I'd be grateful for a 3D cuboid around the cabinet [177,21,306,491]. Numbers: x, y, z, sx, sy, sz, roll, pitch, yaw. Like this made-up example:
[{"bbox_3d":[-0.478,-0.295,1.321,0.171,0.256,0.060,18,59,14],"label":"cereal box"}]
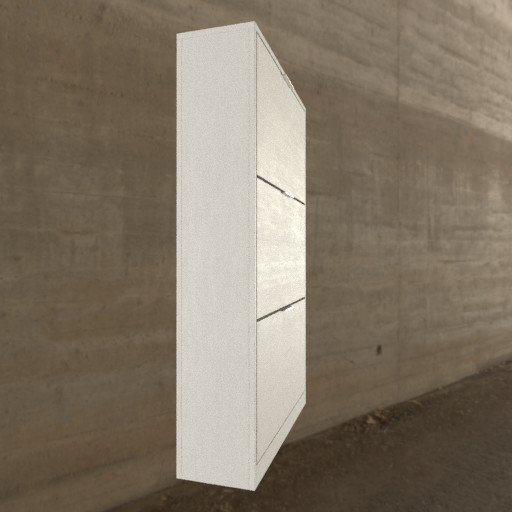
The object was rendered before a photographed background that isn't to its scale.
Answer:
[{"bbox_3d":[0.000,0.000,1.598,0.250,1.280,0.750,0,0,17],"label":"cabinet"}]
